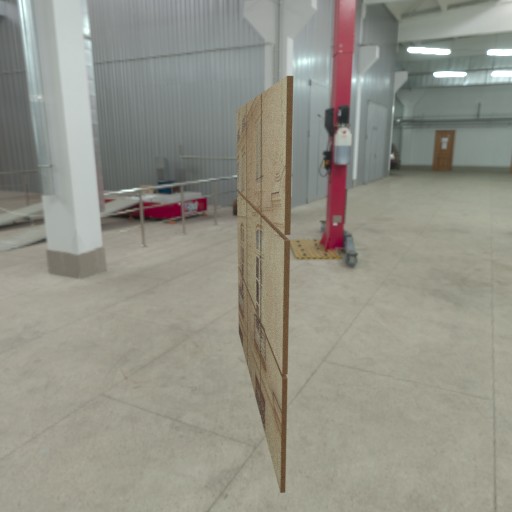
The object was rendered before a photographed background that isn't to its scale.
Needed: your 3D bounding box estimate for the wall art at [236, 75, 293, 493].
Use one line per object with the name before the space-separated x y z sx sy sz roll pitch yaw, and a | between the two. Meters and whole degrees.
wall art | 0.000 0.000 1.363 0.018 0.913 0.915 -2 14 -8
